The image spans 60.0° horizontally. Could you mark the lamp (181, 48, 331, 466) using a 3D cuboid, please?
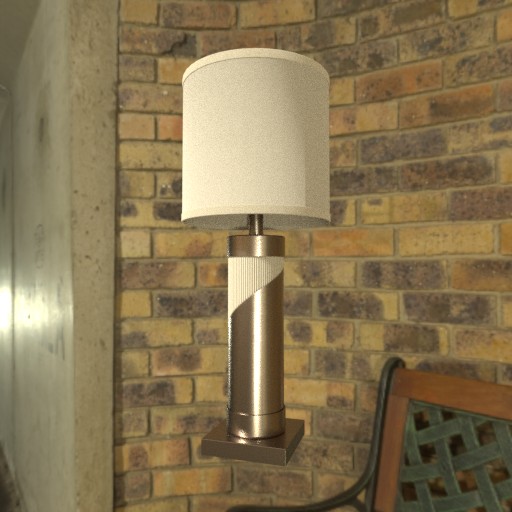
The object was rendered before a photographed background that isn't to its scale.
[{"bbox_3d":[0.000,0.000,0.609,0.202,0.509,0.202,-1,-2,18],"label":"lamp"}]
